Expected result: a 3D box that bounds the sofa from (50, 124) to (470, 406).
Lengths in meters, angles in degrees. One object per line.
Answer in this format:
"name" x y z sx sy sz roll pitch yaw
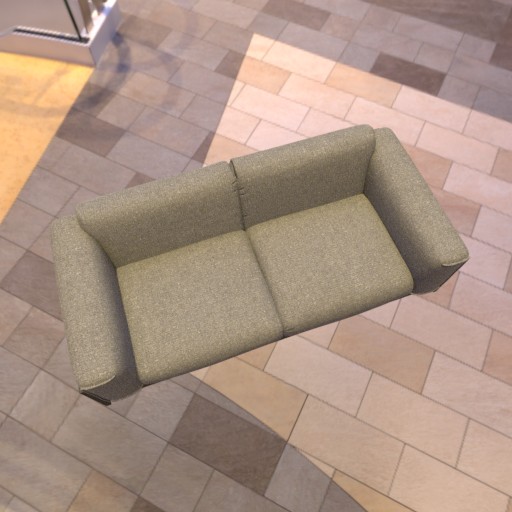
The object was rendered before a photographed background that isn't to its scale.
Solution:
"sofa" 0.000 0.000 2.562 2.125 0.703 0.985 -17 65 -9
